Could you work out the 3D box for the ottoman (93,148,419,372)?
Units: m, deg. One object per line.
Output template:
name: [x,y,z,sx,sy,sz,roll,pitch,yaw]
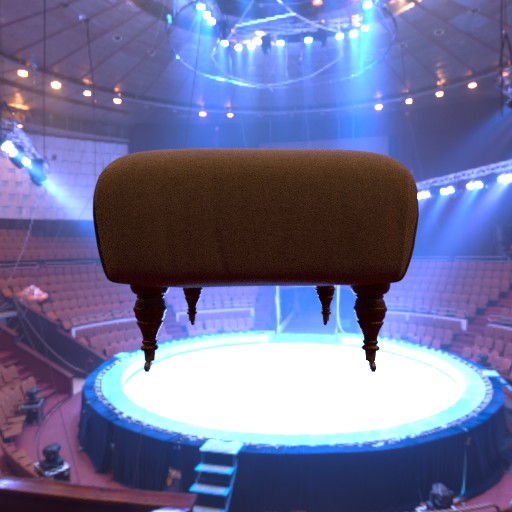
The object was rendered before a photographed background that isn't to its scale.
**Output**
ottoman: [0.000,0.000,1.149,0.622,0.450,0.747,0,0,0]
